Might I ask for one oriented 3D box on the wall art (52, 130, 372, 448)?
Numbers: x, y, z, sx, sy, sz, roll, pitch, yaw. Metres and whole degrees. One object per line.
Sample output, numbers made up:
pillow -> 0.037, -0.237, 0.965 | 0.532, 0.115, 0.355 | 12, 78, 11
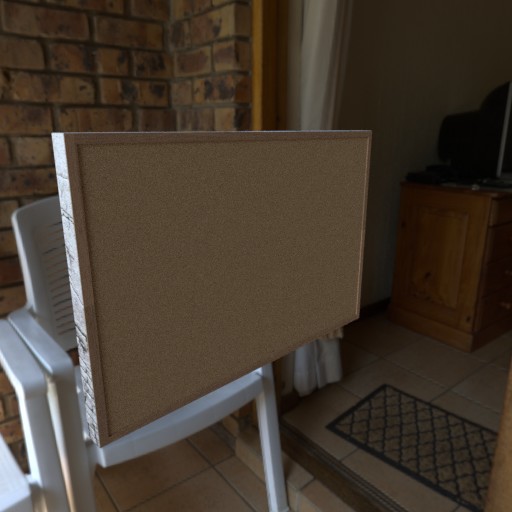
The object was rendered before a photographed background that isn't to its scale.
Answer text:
wall art -> 0.000, 0.000, 0.753 | 0.613, 0.407, 0.035 | -15, 22, -42
